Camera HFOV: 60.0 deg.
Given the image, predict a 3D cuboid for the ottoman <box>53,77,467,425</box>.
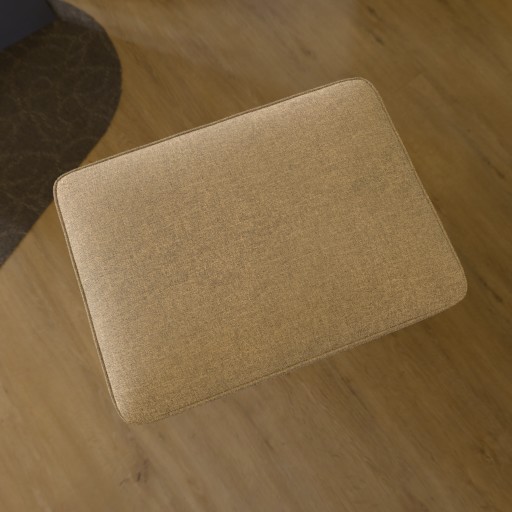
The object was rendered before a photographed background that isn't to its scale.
[{"bbox_3d":[0.000,0.000,1.294,0.889,0.561,0.661,-20,78,-4],"label":"ottoman"}]
